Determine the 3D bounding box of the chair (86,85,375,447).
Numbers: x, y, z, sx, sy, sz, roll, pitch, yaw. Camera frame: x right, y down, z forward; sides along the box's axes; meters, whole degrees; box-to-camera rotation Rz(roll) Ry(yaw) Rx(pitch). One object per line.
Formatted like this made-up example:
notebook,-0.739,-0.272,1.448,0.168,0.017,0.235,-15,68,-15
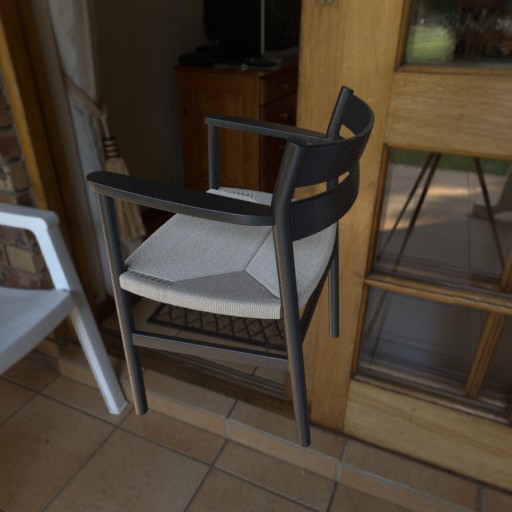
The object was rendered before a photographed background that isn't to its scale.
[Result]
chair,0.000,0.000,1.155,0.508,0.775,0.630,9,31,16
